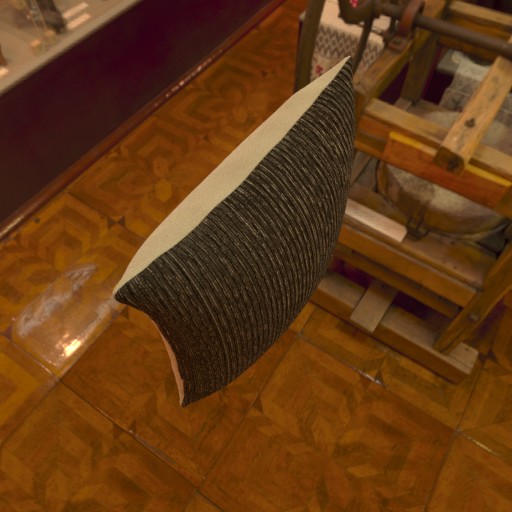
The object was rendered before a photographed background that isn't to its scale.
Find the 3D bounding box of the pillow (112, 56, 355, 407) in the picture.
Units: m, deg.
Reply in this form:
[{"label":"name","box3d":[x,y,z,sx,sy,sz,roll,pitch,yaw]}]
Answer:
[{"label":"pillow","box3d":[0.000,0.000,0.670,0.196,0.434,0.433,32,64,18]}]
